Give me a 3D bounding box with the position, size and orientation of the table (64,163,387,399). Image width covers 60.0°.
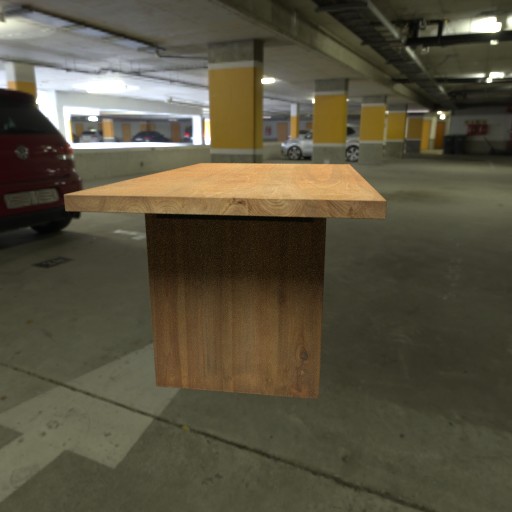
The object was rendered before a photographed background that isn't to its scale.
[{"bbox_3d":[0.000,0.000,2.143,0.946,0.780,1.609,2,15,8],"label":"table"}]
